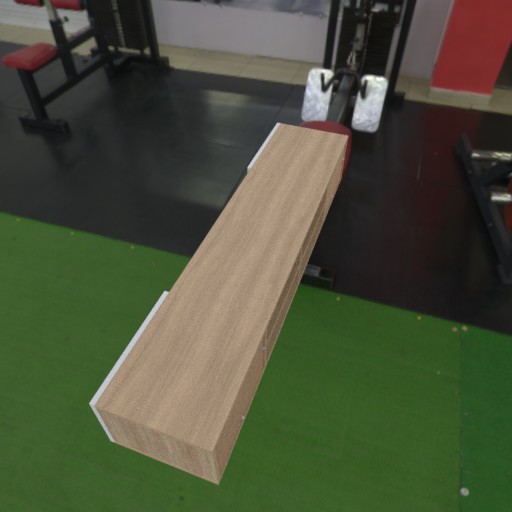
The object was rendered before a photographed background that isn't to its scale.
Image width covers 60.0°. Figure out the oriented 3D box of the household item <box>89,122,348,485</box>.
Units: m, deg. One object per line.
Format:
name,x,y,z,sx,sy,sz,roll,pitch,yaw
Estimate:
household item,0.000,0.000,2.044,0.420,0.310,1.850,15,47,14
